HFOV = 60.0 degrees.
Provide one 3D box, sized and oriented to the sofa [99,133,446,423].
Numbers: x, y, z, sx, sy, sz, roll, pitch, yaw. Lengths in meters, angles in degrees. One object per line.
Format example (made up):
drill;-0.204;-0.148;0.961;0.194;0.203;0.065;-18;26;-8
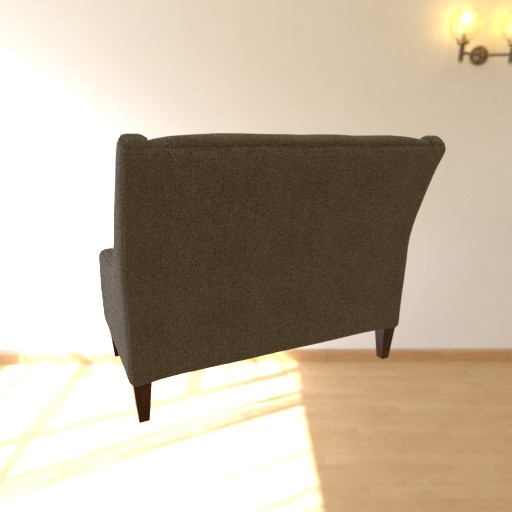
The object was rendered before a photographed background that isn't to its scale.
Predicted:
sofa;0.000;0.000;1.937;1.242;1.021;0.870;-7;16;-25
